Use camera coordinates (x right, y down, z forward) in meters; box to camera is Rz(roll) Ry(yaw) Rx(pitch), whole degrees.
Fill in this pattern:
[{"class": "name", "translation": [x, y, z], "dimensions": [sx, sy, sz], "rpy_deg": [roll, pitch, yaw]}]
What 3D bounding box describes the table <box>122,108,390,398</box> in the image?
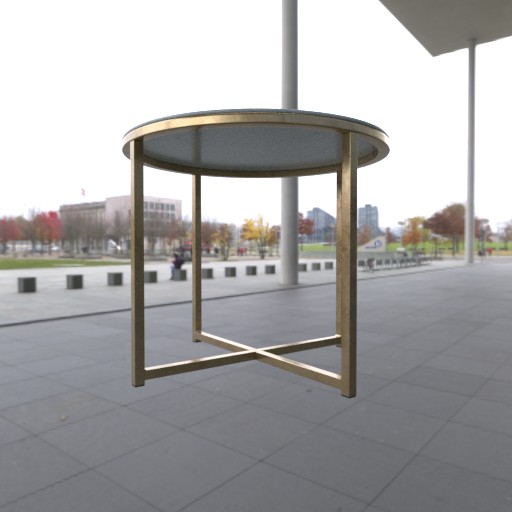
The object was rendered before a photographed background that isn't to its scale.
[{"class": "table", "translation": [0.000, 0.000, 0.866], "dimensions": [0.500, 0.420, 0.500], "rpy_deg": [0, 1, 0]}]
